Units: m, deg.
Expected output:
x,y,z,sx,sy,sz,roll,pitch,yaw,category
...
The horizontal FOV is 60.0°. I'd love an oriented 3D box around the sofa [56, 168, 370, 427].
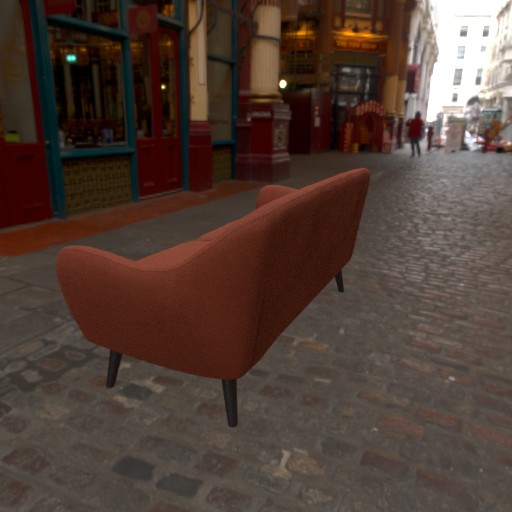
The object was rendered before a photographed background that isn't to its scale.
x,y,z,sx,sy,sz,roll,pitch,yaw,category
0.000,0.000,2.294,0.820,0.836,1.840,8,19,25,sofa
